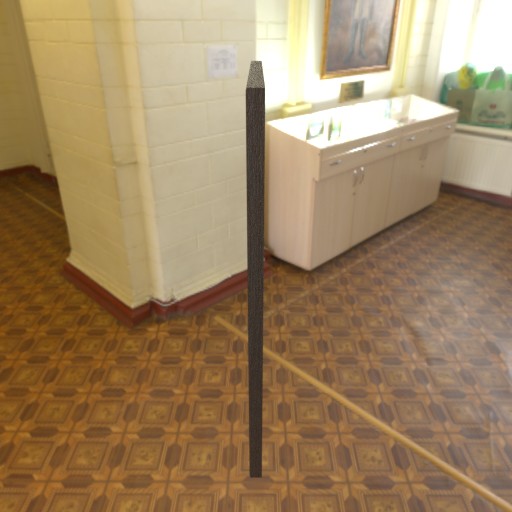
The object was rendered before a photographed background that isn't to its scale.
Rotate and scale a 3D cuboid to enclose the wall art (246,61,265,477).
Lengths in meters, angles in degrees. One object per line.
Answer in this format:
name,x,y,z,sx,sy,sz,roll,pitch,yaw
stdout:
wall art,0.000,0.000,0.662,0.017,0.513,0.359,0,27,0
